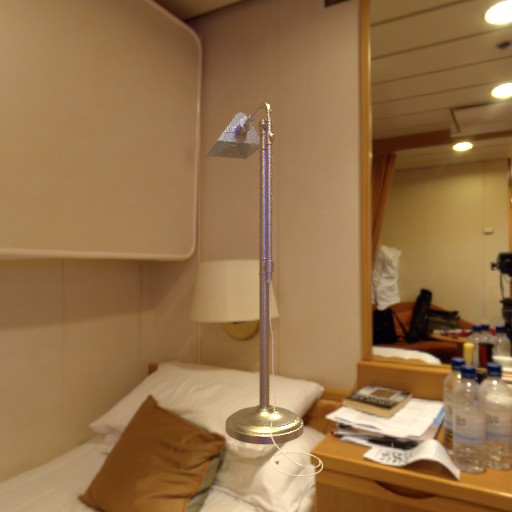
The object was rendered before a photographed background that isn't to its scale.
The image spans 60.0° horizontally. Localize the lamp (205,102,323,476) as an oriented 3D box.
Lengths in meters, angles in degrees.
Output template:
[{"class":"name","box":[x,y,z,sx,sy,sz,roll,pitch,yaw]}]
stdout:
[{"class":"lamp","box":[0.000,0.000,0.968,0.159,0.708,0.546,0,-1,-17]}]
